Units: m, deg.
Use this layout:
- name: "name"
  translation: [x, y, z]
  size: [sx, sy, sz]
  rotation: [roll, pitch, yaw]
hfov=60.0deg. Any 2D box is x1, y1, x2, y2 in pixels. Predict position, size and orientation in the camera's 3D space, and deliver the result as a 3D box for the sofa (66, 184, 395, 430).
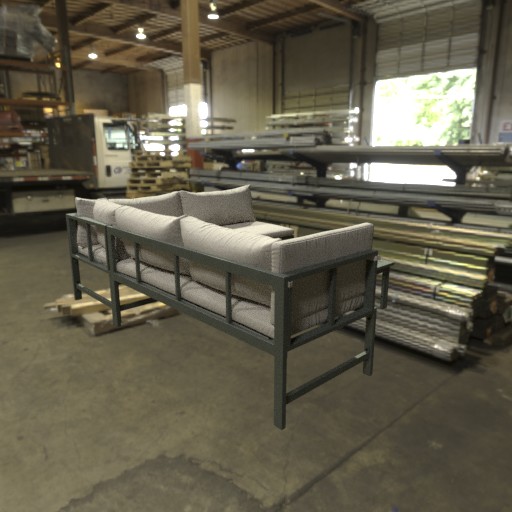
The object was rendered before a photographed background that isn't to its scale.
- name: "sofa"
  translation: [0.000, 0.000, 2.940]
  size: [1.658, 0.758, 2.096]
  rotation: [-13, 19, -41]
